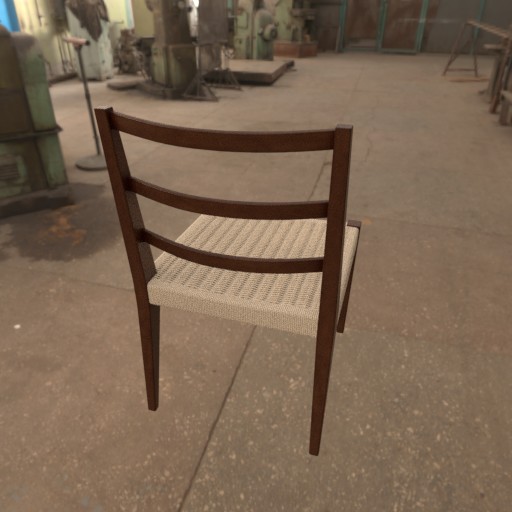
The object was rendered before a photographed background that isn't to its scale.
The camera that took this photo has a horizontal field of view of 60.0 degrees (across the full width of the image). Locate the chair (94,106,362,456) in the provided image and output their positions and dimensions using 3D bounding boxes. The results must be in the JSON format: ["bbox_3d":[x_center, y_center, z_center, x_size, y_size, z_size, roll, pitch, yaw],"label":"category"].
[{"bbox_3d":[0.000,0.000,1.150,0.480,0.813,0.551,9,32,15],"label":"chair"}]
